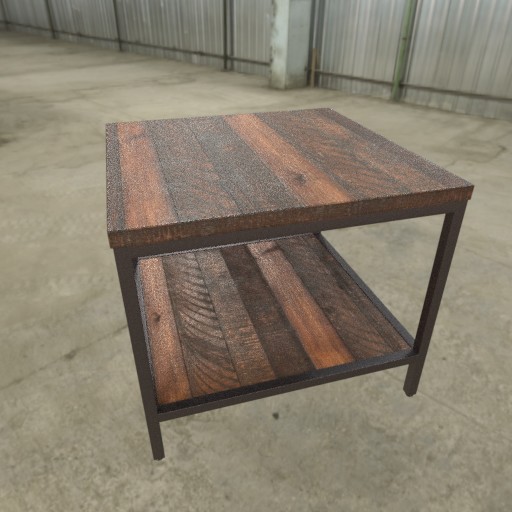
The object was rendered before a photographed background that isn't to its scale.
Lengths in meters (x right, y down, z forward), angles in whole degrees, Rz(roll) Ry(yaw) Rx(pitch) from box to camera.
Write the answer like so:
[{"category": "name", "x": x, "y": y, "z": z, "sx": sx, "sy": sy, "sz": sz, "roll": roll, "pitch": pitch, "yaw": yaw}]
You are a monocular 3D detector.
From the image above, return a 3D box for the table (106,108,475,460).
[{"category": "table", "x": 0.000, "y": 0.000, "z": 0.975, "sx": 0.553, "sy": 0.482, "sz": 0.548, "roll": -9, "pitch": 32, "yaw": -14}]
